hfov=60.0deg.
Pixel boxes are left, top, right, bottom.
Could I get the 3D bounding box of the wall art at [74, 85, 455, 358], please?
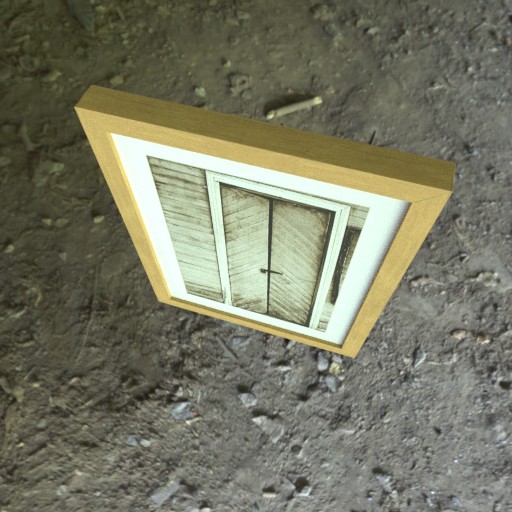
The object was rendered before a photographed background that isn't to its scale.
[{"bbox_3d":[0.000,0.000,0.519,0.312,0.380,0.030,15,60,9],"label":"wall art"}]
